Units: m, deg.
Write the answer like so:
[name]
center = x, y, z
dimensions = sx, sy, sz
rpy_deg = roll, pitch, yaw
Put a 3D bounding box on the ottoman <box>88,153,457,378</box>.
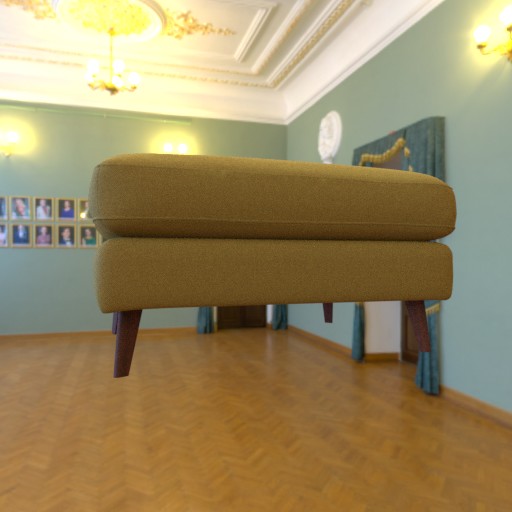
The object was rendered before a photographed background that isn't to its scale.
[ottoman]
center = 0.000, 0.000, 1.164
dimensions = 0.811, 0.449, 0.608
rpy_deg = 0, 0, -18
